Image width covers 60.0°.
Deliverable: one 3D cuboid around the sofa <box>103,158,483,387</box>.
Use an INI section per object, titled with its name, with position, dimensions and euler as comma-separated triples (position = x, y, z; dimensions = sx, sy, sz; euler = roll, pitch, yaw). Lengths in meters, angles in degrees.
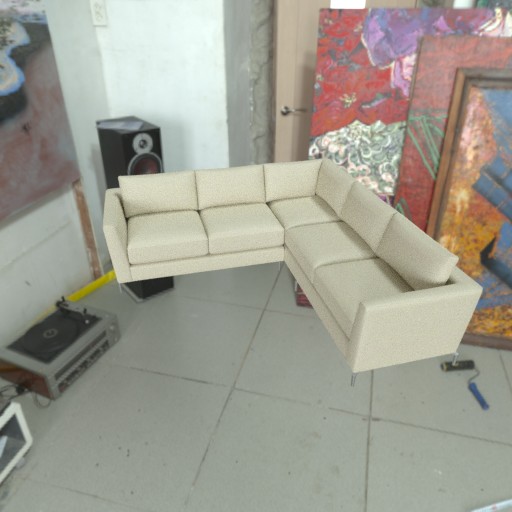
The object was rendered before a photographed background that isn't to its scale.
[sofa]
position = 0.000, 0.000, 3.733
dimensions = 2.430, 0.867, 2.448
euler = -7, 31, -13
